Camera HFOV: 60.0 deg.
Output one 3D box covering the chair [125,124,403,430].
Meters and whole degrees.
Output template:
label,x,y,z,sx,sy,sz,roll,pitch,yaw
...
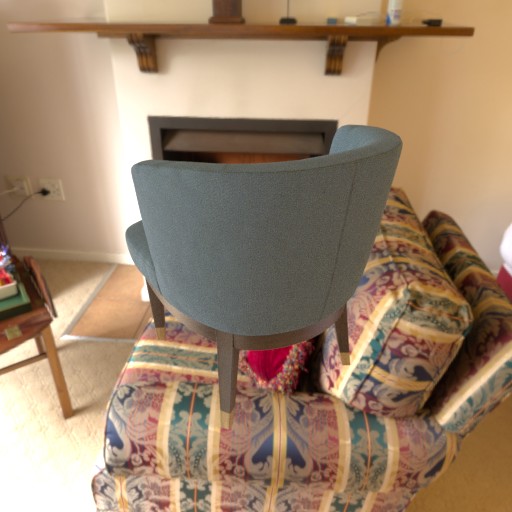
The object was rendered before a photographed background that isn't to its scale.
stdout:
label,x,y,z,sx,sy,sz,roll,pitch,yaw
chair,0.000,0.000,1.291,0.661,0.760,0.702,-18,34,-29
